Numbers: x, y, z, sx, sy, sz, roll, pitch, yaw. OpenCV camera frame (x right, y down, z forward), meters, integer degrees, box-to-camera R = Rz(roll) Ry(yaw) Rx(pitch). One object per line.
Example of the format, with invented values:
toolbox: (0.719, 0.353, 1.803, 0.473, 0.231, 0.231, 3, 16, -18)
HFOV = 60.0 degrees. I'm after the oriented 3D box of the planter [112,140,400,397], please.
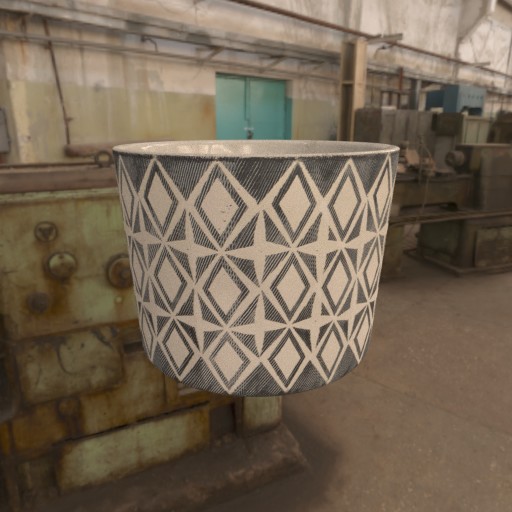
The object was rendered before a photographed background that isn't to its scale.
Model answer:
planter: (0.000, 0.000, 0.451, 0.260, 0.220, 0.260, 0, 17, 0)
